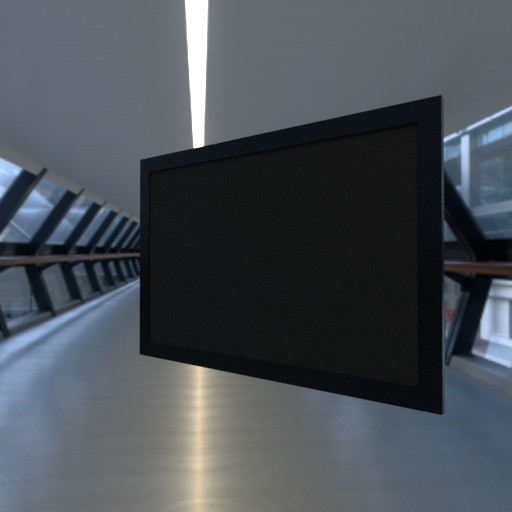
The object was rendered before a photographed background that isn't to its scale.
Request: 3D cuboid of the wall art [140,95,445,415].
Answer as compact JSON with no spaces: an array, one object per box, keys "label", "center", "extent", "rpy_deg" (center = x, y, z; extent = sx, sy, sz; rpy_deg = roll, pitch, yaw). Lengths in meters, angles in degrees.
[{"label":"wall art","center":[0.000,0.000,0.822],"extent":[0.660,0.447,0.013],"rpy_deg":[0,-1,37]}]
